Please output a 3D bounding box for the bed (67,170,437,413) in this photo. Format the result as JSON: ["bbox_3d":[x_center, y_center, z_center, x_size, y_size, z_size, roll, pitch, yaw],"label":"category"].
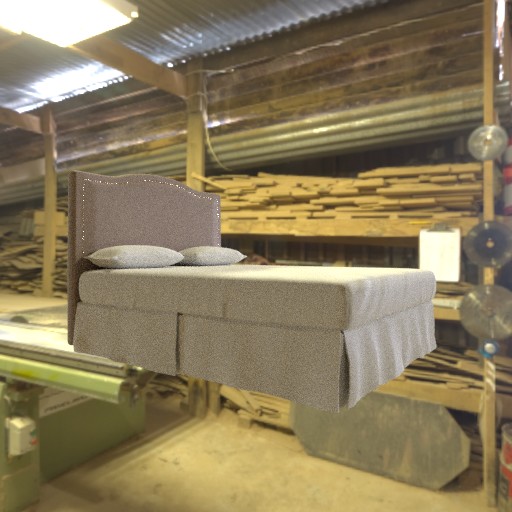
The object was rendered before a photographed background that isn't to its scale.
[{"bbox_3d":[0.000,0.000,3.381,2.282,1.436,1.821,0,1,35],"label":"bed"}]
